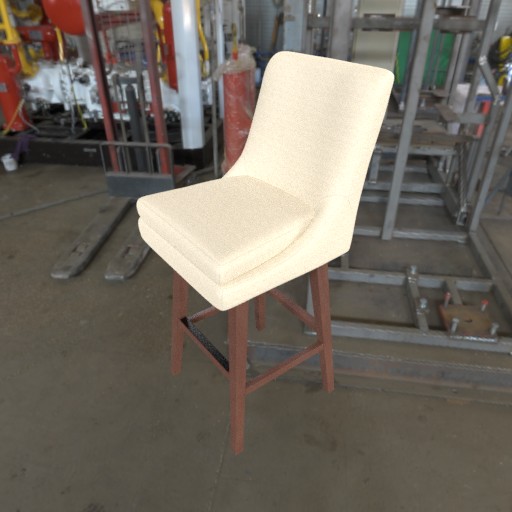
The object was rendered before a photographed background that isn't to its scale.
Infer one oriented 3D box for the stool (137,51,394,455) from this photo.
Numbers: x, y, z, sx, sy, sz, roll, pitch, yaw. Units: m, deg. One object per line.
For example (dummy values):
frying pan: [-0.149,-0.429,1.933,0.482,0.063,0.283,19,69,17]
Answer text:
stool: [0.000,0.000,1.380,0.559,1.093,0.483,-22,39,-30]
